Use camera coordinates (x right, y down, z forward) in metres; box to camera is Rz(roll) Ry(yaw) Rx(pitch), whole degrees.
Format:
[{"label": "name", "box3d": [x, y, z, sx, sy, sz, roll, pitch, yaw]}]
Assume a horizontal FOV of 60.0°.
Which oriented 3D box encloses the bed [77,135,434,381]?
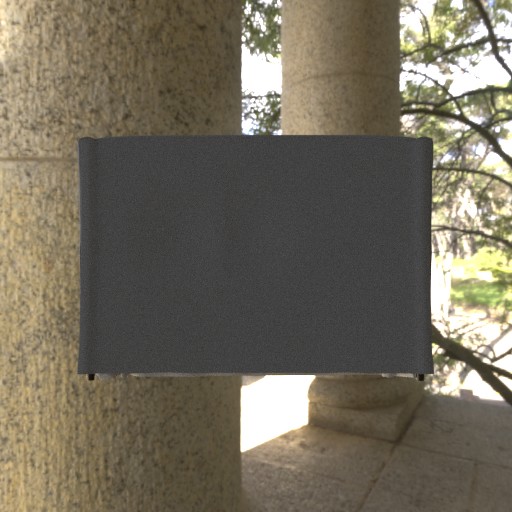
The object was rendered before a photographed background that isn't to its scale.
[{"label": "bed", "box3d": [0.000, 0.000, 3.487, 1.925, 1.332, 2.276, 0, 1, 0]}]
